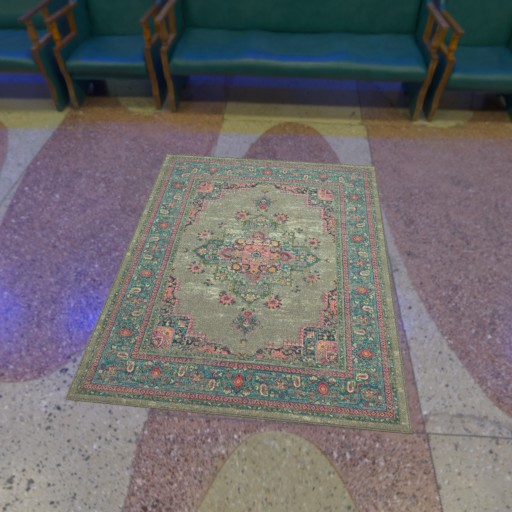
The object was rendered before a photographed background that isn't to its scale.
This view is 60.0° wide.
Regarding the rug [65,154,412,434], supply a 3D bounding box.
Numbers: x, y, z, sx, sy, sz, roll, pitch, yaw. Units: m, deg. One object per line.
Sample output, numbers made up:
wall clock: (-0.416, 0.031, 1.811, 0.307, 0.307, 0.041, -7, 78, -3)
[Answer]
rug: (0.000, 0.000, 4.111, 2.434, 0.013, 3.057, 4, 47, 4)
